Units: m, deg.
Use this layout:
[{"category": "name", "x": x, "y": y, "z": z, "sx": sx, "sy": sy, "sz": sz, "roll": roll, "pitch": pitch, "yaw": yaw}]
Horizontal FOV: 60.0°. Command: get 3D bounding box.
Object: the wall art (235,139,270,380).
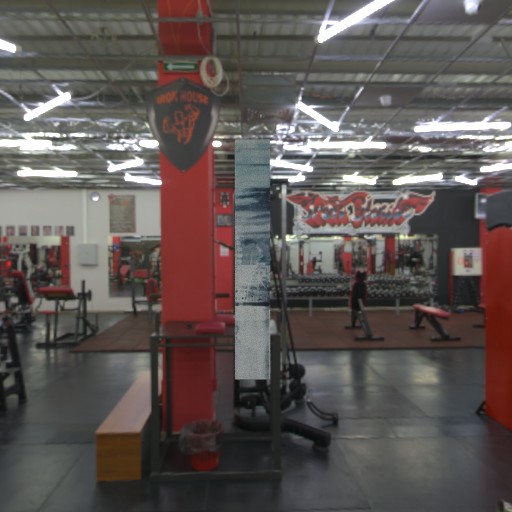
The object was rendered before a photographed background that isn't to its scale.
[{"category": "wall art", "x": 0.000, "y": 0.000, "z": 0.842, "sx": 0.037, "sy": 0.251, "sz": 0.759, "roll": 0, "pitch": 1, "yaw": 1}]
